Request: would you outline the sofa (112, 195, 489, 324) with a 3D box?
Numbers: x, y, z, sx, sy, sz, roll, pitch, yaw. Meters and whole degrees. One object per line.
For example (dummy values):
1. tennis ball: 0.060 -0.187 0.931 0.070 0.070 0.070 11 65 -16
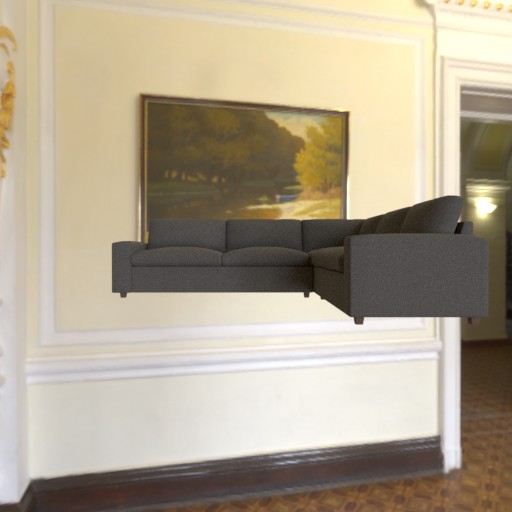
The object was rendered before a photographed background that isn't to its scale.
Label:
1. sofa: 0.000 0.000 4.559 3.277 0.965 2.895 0 1 0
